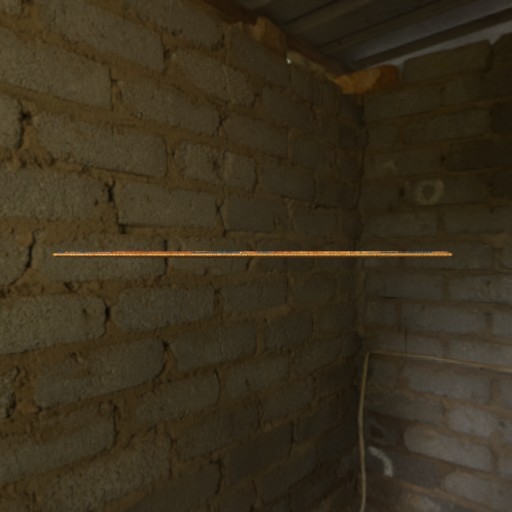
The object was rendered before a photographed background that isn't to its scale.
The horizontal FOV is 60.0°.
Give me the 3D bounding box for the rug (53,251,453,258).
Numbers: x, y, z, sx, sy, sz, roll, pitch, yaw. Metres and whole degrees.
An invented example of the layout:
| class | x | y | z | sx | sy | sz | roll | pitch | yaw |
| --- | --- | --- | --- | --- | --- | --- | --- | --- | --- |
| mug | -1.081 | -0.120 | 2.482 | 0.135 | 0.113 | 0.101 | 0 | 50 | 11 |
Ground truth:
| class | x | y | z | sx | sy | sz | roll | pitch | yaw |
| --- | --- | --- | --- | --- | --- | --- | --- | --- | --- |
| rug | 0.000 | 0.000 | 1.046 | 0.557 | 0.008 | 0.863 | 0 | 0 | 1 |
